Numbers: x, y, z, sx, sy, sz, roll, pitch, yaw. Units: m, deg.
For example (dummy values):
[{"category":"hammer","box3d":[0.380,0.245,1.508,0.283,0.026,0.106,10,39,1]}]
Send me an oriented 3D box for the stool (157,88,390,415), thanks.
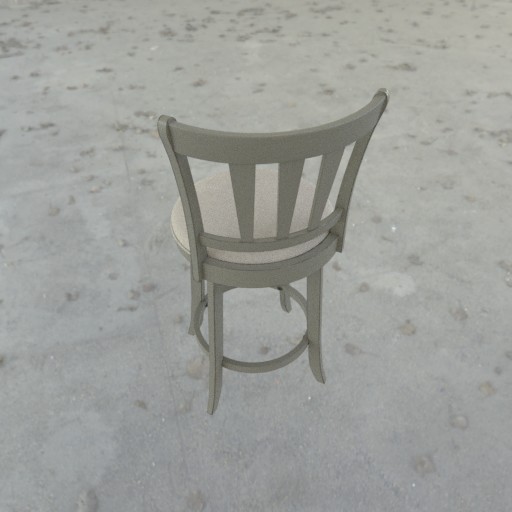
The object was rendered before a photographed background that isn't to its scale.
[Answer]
[{"category":"stool","box3d":[0.000,0.000,1.241,0.450,0.994,0.486,-11,42,-13]}]
